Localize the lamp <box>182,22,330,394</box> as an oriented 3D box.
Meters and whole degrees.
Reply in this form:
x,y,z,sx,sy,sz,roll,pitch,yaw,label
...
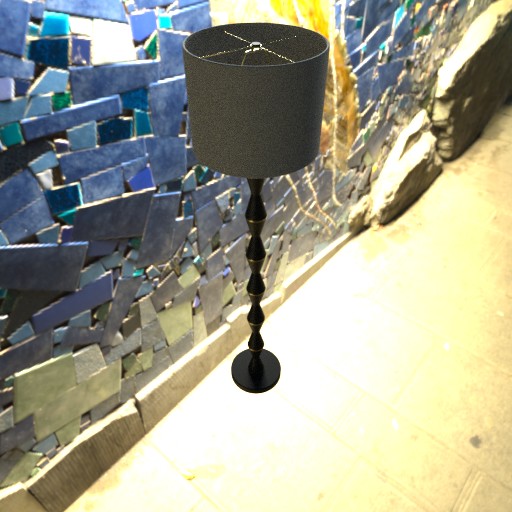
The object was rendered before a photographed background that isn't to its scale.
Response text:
x,y,z,sx,sy,sz,roll,pitch,yaw,label
0.000,0.000,1.636,0.381,1.480,0.381,-25,47,-25,lamp
